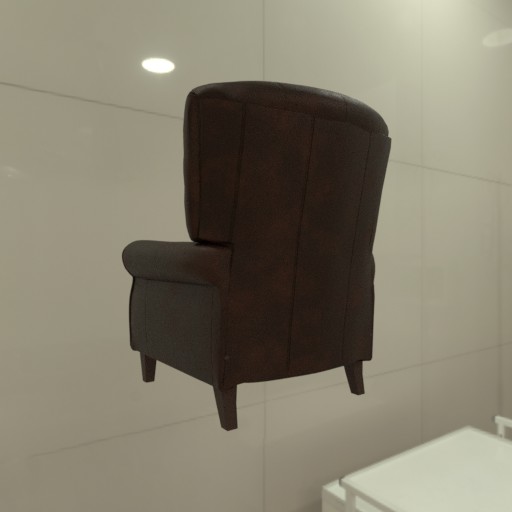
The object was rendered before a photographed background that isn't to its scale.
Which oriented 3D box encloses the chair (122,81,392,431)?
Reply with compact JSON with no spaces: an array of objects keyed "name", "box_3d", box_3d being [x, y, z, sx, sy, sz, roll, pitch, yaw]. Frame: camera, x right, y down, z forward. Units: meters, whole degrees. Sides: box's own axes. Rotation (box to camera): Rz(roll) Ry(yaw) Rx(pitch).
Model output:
[{"name":"chair","box_3d":[0.000,0.000,1.904,0.948,1.158,1.058,0,0,-36]}]
